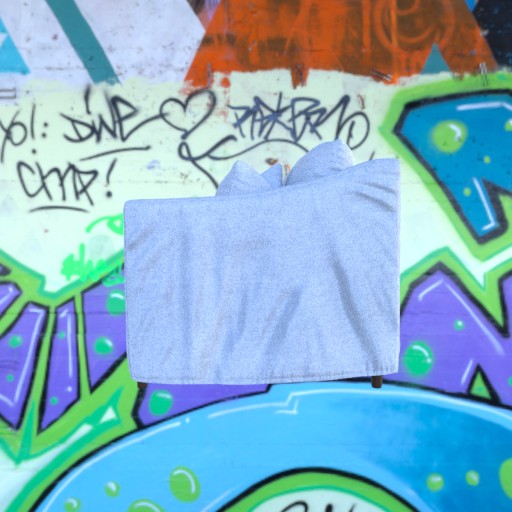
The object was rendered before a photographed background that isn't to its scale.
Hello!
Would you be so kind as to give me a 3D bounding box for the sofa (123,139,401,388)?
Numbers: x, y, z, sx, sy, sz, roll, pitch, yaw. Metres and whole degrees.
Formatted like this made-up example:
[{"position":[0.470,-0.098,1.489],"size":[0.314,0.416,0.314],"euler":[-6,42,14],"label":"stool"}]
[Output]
[{"position":[0.000,0.000,2.625],"size":[1.072,1.018,2.010],"euler":[0,0,-1],"label":"sofa"}]
